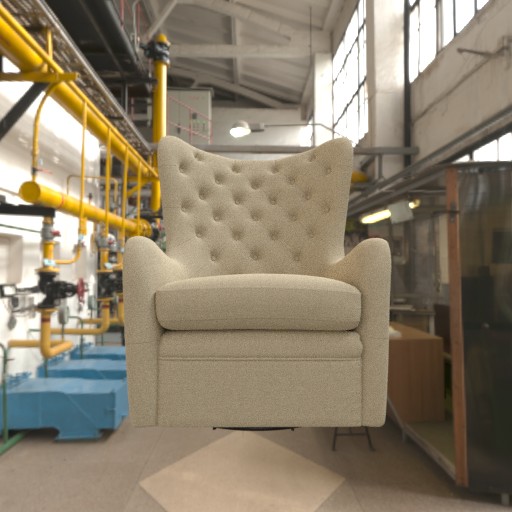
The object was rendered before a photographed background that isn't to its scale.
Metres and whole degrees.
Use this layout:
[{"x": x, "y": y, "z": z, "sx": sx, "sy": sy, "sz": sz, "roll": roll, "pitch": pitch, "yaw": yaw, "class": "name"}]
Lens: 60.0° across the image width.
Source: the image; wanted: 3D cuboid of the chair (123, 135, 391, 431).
[{"x": 0.000, "y": 0.000, "z": 1.738, "sx": 0.831, "sy": 1.079, "sz": 0.929, "roll": 0, "pitch": -1, "yaw": -1, "class": "chair"}]
